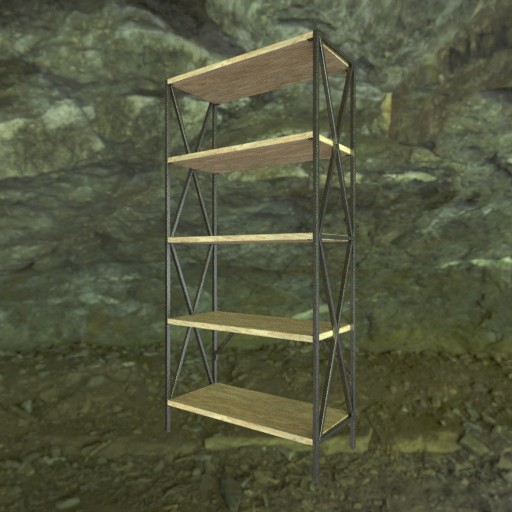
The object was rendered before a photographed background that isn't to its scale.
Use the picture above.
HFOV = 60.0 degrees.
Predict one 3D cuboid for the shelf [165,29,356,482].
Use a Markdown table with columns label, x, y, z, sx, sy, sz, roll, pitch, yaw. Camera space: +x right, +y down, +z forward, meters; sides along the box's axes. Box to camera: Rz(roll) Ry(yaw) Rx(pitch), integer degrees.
| label | x | y | z | sx | sy | sz | roll | pitch | yaw |
| --- | --- | --- | --- | --- | --- | --- | --- | --- | --- |
| shelf | 0.000 | 0.000 | 2.176 | 0.874 | 1.803 | 0.386 | 0 | 0 | 36 |
